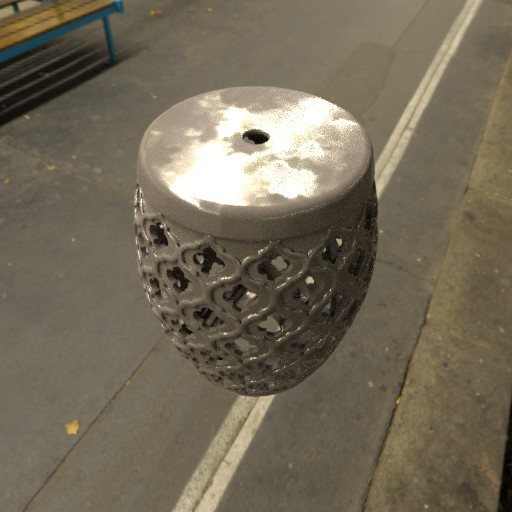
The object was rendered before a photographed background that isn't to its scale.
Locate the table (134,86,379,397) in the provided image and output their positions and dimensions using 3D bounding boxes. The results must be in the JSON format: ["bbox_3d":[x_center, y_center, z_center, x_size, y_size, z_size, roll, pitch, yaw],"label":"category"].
[{"bbox_3d":[0.000,0.000,0.636,0.325,0.388,0.325,0,46,0],"label":"table"}]
